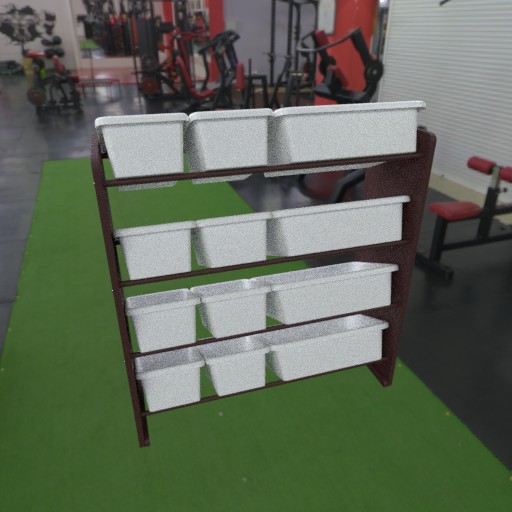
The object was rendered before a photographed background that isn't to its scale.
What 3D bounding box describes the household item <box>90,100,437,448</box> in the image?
[{"bbox_3d":[0.000,0.000,1.274,0.787,0.864,0.389,-8,28,-16],"label":"household item"}]
